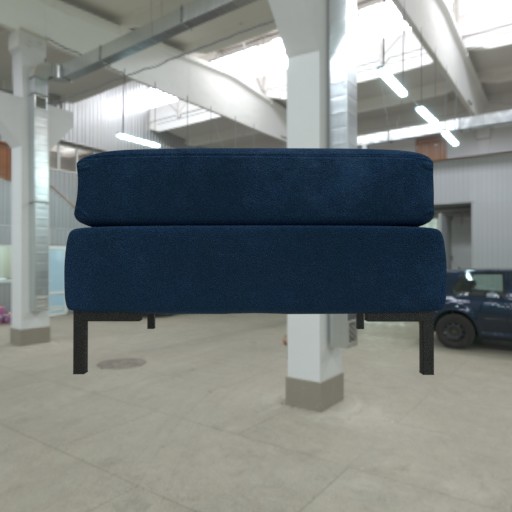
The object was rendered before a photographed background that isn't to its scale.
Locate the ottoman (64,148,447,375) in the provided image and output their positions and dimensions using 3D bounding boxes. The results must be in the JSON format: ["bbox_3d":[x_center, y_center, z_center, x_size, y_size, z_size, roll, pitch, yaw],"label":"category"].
[{"bbox_3d":[0.000,0.000,1.206,0.794,0.485,0.655,0,-1,0],"label":"ottoman"}]
